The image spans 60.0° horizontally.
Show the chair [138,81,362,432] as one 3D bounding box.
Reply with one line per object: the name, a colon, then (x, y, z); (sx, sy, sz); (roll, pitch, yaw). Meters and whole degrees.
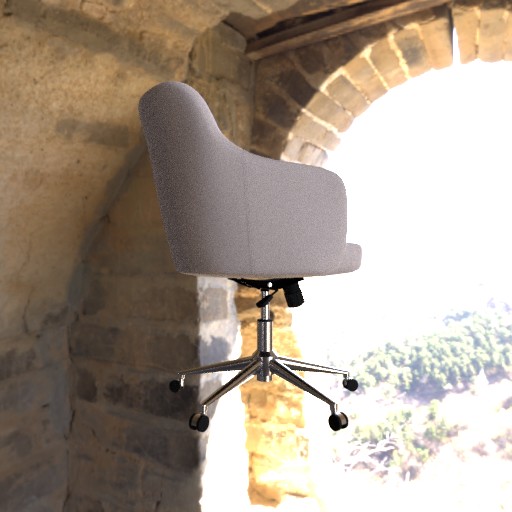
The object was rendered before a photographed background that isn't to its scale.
chair: (0.000, 0.000, 1.259); (0.647, 0.819, 0.602); (0, 0, -18)
